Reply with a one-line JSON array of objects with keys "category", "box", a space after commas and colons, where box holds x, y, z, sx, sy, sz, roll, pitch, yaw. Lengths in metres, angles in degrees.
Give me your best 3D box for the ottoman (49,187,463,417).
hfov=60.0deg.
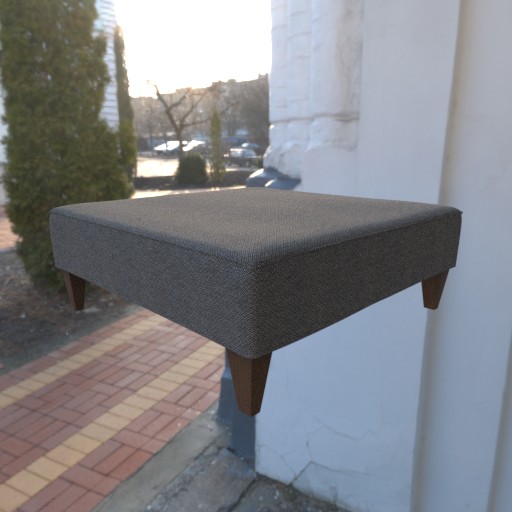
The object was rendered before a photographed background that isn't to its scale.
[{"category": "ottoman", "box": [0.000, 0.000, 1.485, 0.981, 0.378, 0.970, -14, 19, -43]}]
